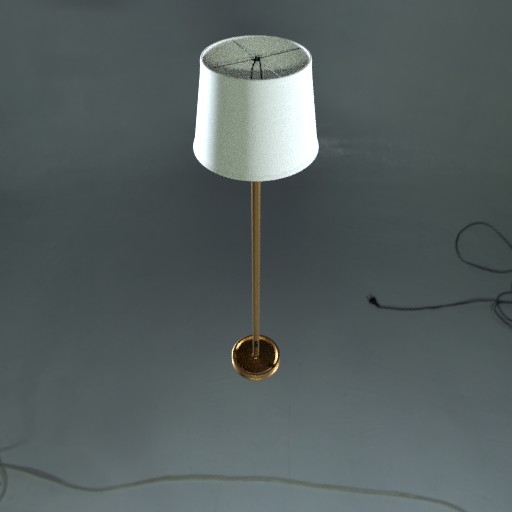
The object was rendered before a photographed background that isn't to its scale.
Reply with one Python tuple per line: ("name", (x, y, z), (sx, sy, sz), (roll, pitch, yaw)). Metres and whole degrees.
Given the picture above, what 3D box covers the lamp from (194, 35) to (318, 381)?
("lamp", (0.000, 0.000, 0.802), (0.178, 0.710, 0.178), (0, 46, 0))
